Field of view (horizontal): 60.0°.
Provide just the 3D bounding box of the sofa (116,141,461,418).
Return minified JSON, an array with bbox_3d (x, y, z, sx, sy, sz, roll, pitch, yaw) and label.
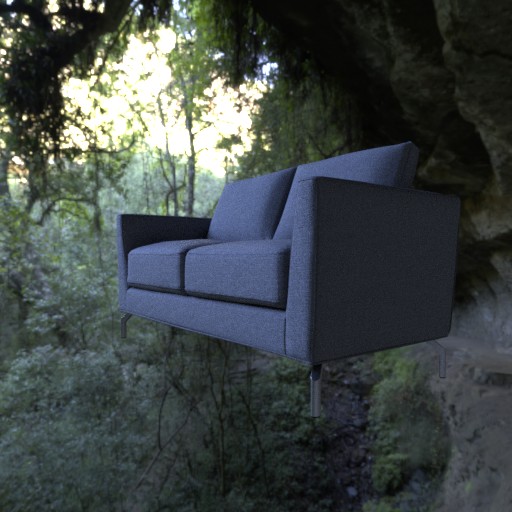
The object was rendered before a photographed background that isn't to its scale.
[{"bbox_3d":[0.000,0.000,2.105,0.803,0.924,1.594,0,0,-37],"label":"sofa"}]
